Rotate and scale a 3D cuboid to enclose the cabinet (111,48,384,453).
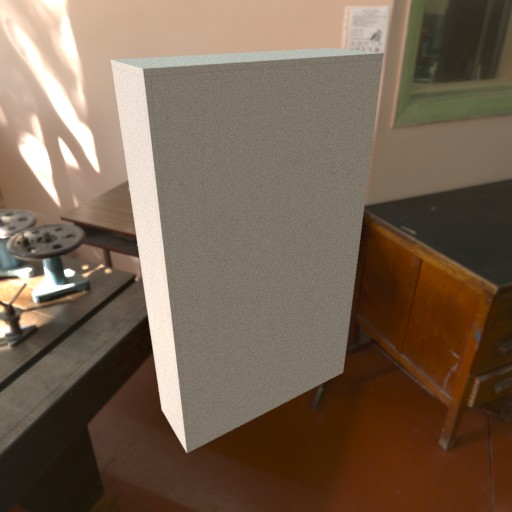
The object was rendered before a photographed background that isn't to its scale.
[{"bbox_3d":[0.000,0.000,1.550,0.750,1.280,0.250,-17,33,-28],"label":"cabinet"}]
